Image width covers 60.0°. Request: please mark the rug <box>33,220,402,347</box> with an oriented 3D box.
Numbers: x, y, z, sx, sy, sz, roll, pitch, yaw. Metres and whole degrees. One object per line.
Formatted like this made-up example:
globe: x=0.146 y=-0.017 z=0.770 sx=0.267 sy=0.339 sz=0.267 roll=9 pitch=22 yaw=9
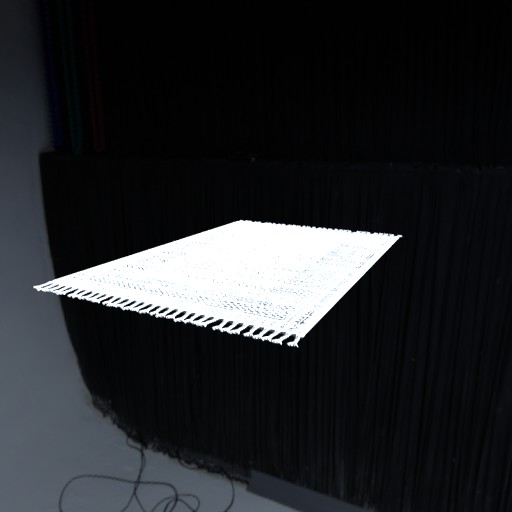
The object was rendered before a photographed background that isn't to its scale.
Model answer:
rug: x=0.000 y=0.000 z=2.439 sx=1.243 sy=0.013 sz=1.872 roll=8 pitch=17 yaw=26
